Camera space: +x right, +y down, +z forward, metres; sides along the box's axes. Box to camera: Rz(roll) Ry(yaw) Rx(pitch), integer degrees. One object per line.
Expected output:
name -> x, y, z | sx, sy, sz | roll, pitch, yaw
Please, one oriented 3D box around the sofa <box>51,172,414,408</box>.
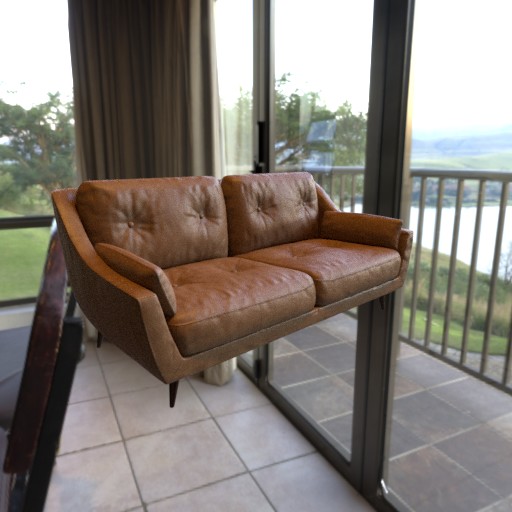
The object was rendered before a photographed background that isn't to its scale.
sofa -> 0.000, 0.000, 2.393 | 1.902, 0.839, 0.904 | -12, 18, -43
